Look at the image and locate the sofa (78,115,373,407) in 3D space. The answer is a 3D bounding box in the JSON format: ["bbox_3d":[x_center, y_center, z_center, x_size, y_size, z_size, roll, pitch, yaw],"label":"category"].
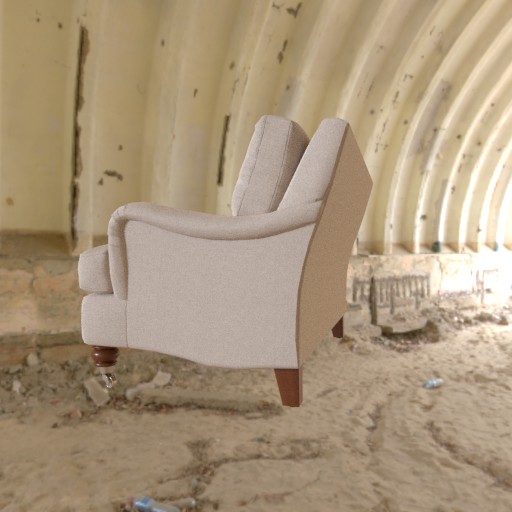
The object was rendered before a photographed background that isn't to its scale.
[{"bbox_3d":[0.000,0.000,2.278,1.087,1.048,1.508,0,1,18],"label":"sofa"}]
